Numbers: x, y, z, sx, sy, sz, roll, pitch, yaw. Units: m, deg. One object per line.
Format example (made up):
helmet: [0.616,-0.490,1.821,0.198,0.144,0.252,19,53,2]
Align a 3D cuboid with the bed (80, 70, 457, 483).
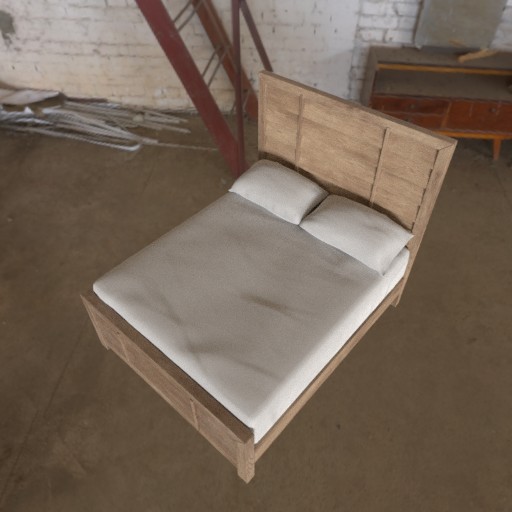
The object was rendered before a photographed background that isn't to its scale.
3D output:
bed: [0.000,0.000,3.213,1.615,1.631,2.017,32,54,28]
